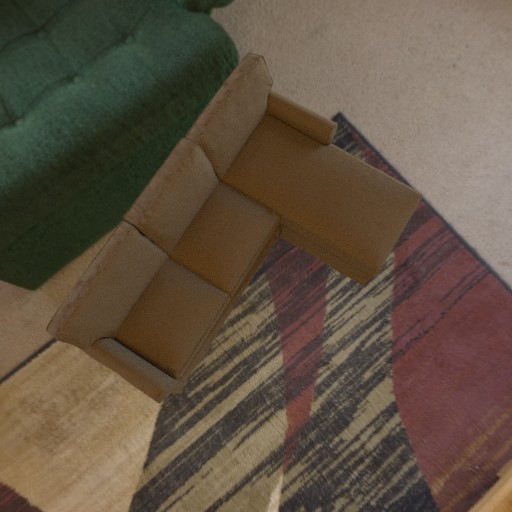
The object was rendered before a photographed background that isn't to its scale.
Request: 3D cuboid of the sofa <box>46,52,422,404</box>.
[{"bbox_3d":[0.000,0.000,3.311,1.733,0.978,2.475,31,78,7],"label":"sofa"}]
